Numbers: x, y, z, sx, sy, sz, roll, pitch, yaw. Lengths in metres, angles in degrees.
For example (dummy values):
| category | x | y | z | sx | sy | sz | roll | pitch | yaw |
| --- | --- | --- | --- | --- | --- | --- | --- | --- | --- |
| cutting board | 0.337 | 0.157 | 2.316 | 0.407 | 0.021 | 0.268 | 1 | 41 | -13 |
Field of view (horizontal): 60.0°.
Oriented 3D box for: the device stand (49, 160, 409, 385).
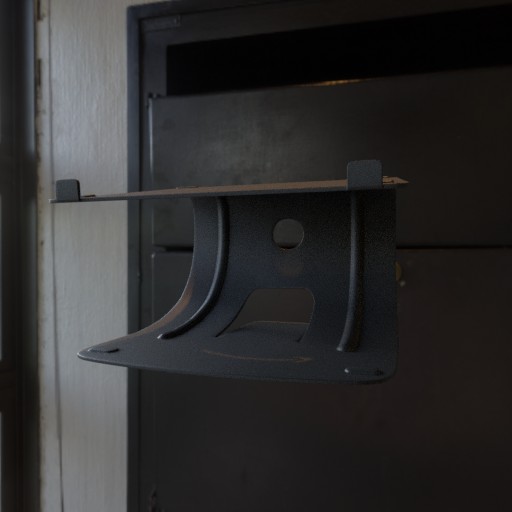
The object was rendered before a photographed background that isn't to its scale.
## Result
| category | x | y | z | sx | sy | sz | roll | pitch | yaw |
| --- | --- | --- | --- | --- | --- | --- | --- | --- | --- |
| device stand | 0.000 | 0.000 | 0.396 | 0.256 | 0.155 | 0.236 | 0 | 0 | 18 |
